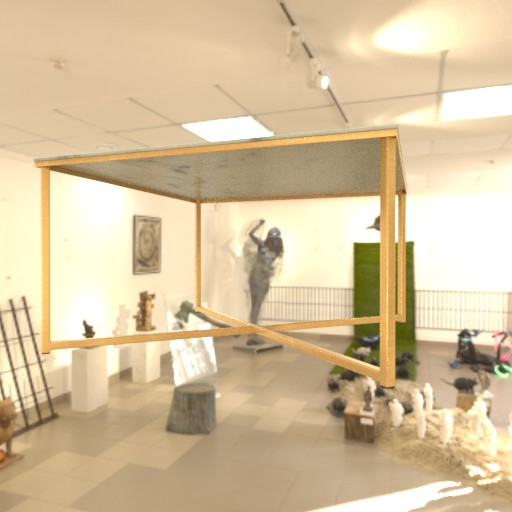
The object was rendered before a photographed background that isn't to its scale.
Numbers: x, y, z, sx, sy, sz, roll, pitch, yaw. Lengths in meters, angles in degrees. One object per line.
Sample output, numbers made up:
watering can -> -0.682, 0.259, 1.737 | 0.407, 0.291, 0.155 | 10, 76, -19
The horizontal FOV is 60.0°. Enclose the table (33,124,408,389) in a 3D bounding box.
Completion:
table -> 0.000, 0.000, 1.257 | 0.800, 0.450, 0.800 | 0, 0, 20
